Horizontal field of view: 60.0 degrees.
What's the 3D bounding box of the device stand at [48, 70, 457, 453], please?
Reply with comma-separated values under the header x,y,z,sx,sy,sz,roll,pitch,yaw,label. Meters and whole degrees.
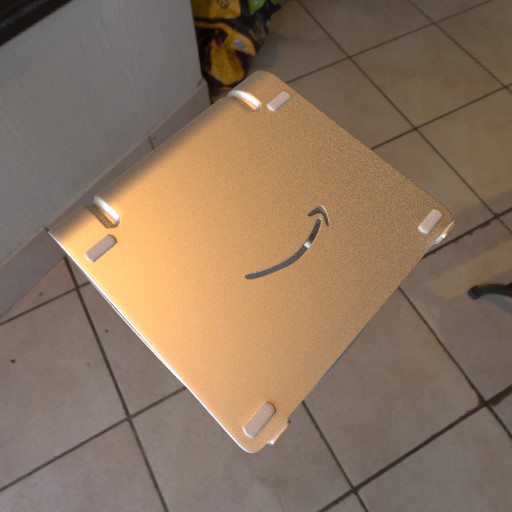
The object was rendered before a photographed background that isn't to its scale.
x,y,z,sx,sy,sz,roll,pitch,yaw,label
0.000,0.000,0.407,0.236,0.155,0.256,39,70,18,device stand
